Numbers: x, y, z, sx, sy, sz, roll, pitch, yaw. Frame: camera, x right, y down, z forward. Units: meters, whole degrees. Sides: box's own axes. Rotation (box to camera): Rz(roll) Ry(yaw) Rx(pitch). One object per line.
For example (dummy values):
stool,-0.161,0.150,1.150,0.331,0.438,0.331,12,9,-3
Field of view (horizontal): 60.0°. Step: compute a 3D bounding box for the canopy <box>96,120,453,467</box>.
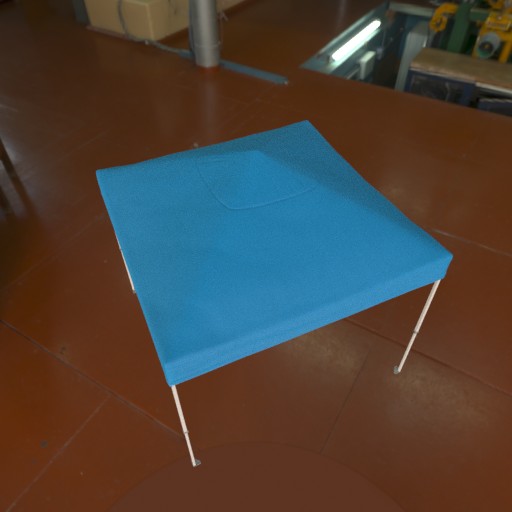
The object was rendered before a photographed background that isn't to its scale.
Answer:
canopy,0.000,0.000,5.456,2.998,2.997,2.996,-18,48,-17
